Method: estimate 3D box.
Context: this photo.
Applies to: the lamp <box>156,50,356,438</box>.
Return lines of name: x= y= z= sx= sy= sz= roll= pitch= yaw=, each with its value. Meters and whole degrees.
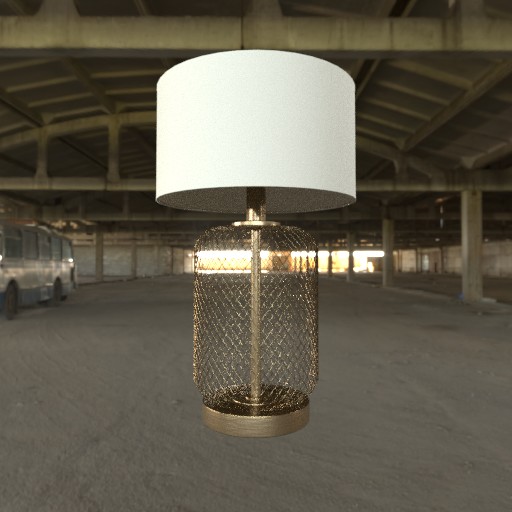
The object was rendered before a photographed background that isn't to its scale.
lamp: x=0.000 y=0.000 z=0.799 sx=0.353 sy=0.578 sz=0.353 roll=0 pitch=-1 yaw=0
